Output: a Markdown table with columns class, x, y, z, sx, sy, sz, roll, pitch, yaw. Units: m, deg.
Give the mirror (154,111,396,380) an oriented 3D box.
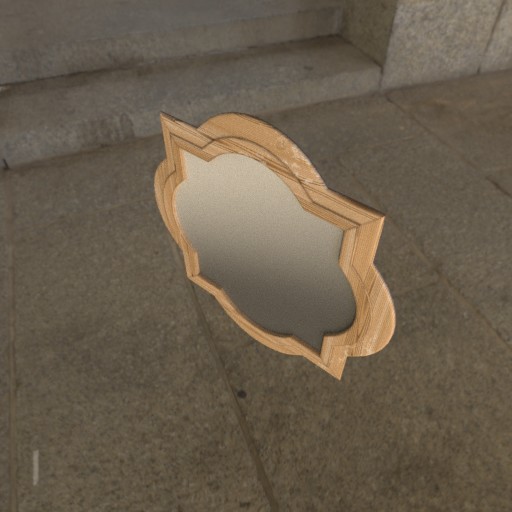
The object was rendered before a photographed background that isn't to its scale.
| class | x | y | z | sx | sy | sz | roll | pitch | yaw |
| --- | --- | --- | --- | --- | --- | --- | --- | --- | --- |
| mirror | 0.000 | 0.000 | 1.043 | 0.686 | 0.686 | 0.019 | 31 | 53 | 26 |
